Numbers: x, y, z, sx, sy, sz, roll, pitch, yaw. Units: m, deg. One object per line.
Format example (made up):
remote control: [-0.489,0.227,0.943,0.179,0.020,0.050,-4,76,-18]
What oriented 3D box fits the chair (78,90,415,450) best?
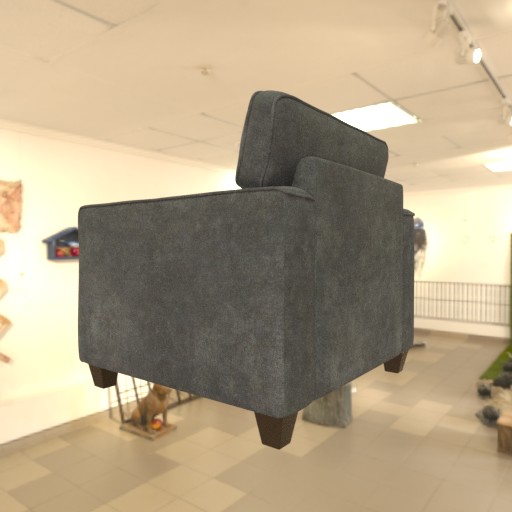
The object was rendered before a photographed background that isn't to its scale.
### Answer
chair: [0.000,0.000,1.738,0.939,0.965,1.015,1,2,37]
